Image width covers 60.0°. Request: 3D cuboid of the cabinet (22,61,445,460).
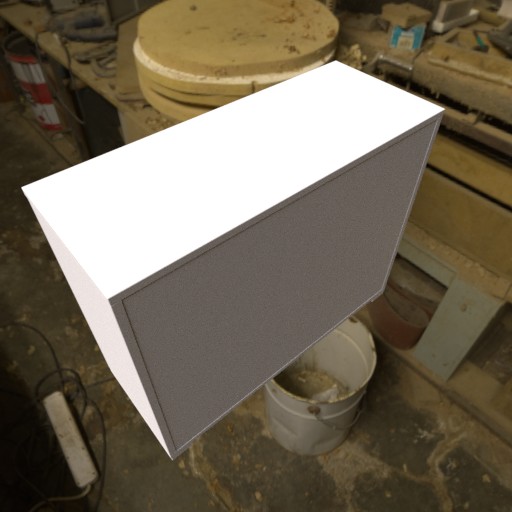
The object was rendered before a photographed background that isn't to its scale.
[{"bbox_3d":[0.000,0.000,1.373,1.000,0.800,0.400,-32,54,-26],"label":"cabinet"}]
